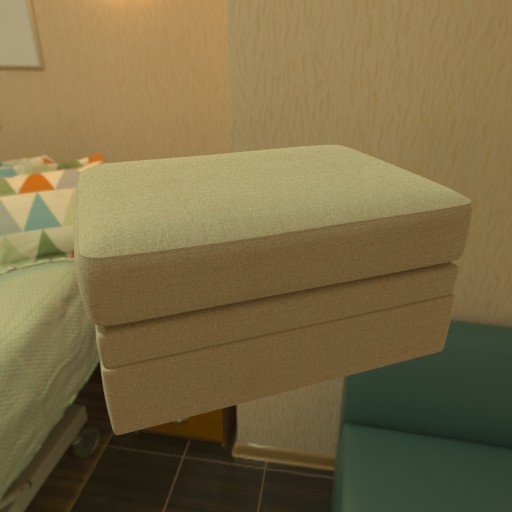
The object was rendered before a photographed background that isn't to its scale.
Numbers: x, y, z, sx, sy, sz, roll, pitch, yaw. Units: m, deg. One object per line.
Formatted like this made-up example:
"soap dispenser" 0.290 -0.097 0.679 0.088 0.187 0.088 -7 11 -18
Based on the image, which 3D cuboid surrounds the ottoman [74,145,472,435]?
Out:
"ottoman" 0.000 0.000 1.210 0.885 0.478 0.637 -9 27 -18
